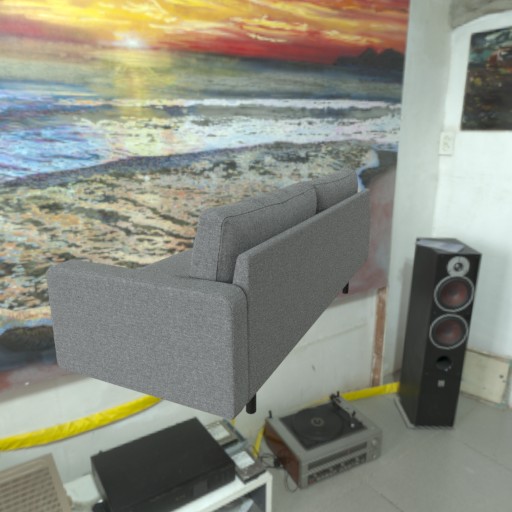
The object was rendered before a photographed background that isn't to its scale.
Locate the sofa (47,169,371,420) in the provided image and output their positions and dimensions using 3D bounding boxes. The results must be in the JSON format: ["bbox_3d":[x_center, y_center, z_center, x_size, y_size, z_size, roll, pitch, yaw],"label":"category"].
[{"bbox_3d":[0.000,0.000,2.569,0.880,0.880,2.200,7,17,24],"label":"sofa"}]
